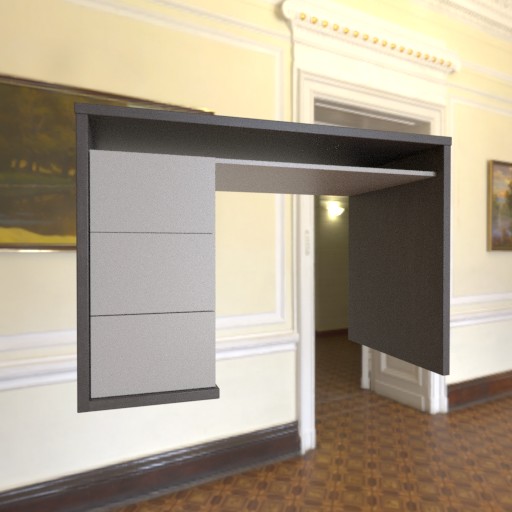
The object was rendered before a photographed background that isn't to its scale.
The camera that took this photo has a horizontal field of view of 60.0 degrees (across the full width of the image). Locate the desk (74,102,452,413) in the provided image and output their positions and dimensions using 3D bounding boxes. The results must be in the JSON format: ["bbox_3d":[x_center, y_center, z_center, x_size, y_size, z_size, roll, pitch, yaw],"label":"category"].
[{"bbox_3d":[0.000,0.000,1.515,1.100,0.750,0.600,0,1,-17],"label":"desk"}]
